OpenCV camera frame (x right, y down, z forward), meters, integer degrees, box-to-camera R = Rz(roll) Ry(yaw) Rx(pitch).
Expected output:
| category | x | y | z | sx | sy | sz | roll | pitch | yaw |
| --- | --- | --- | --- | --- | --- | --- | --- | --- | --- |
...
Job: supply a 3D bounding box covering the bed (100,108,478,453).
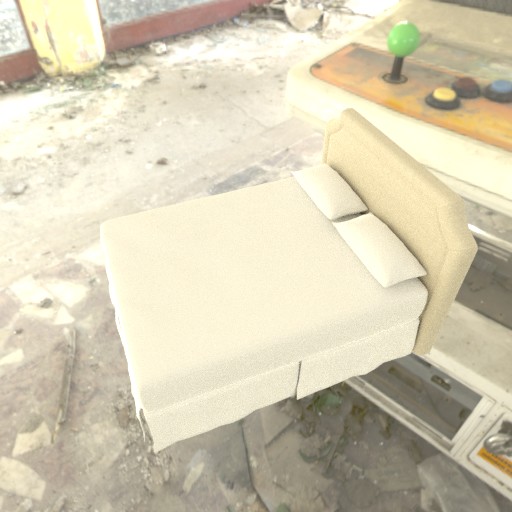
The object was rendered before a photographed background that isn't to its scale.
| category | x | y | z | sx | sy | sz | roll | pitch | yaw |
| --- | --- | --- | --- | --- | --- | --- | --- | --- | --- |
| bed | 0.000 | 0.000 | 3.131 | 2.116 | 1.290 | 1.693 | -15 | 46 | -15 |
